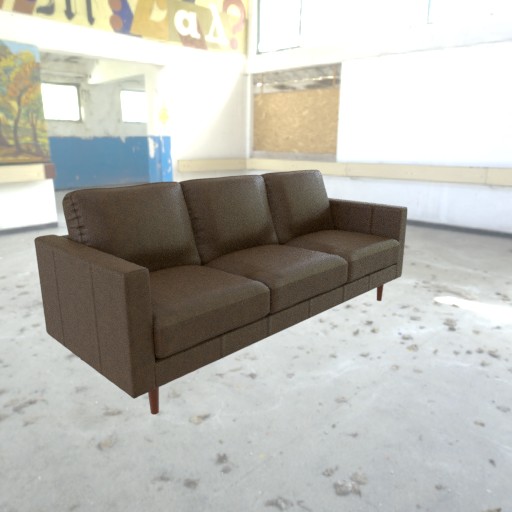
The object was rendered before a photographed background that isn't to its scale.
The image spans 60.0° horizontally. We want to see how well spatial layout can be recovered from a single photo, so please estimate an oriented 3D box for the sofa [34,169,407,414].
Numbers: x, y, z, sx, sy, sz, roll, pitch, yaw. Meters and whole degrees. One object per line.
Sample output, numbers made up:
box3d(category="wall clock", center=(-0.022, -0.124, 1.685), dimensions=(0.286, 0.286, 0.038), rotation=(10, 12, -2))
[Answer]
box3d(category="sofa", center=(0.000, 0.000, 2.717), dimensions=(0.903, 0.930, 2.231), rotation=(14, 21, 43))
